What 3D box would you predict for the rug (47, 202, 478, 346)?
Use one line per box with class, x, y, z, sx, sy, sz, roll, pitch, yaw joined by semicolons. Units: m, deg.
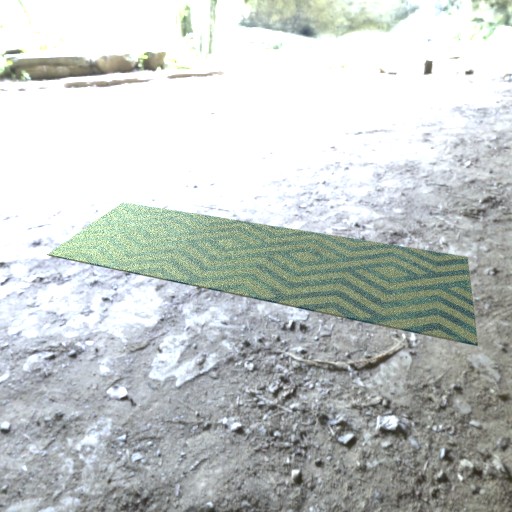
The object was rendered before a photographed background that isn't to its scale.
rug;0.000;0.000;1.654;1.492;0.007;0.503;10;33;16
